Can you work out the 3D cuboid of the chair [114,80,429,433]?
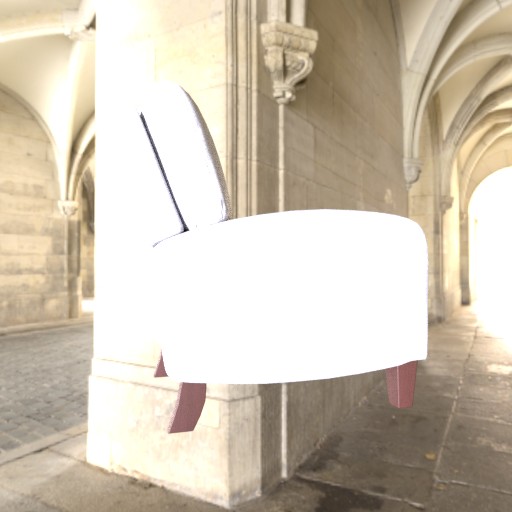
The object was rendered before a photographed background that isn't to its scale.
[{"bbox_3d":[0.000,0.000,1.633,0.990,0.990,0.762,0,-1,-17],"label":"chair"}]
